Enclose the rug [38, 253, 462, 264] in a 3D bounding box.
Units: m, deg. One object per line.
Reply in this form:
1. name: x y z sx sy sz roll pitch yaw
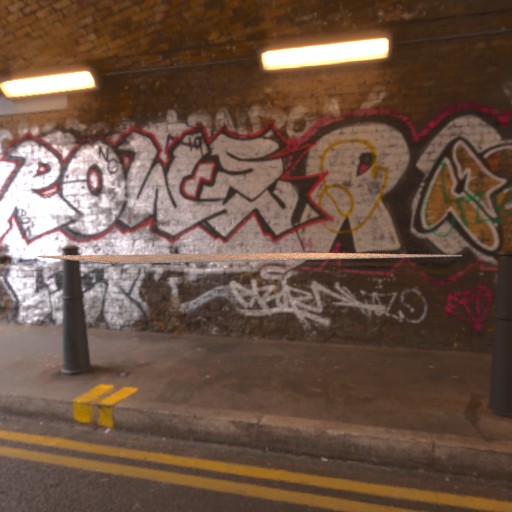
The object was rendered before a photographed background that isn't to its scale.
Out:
1. rug: 0.000 0.000 2.989 2.457 0.009 1.512 -1 1 -36
